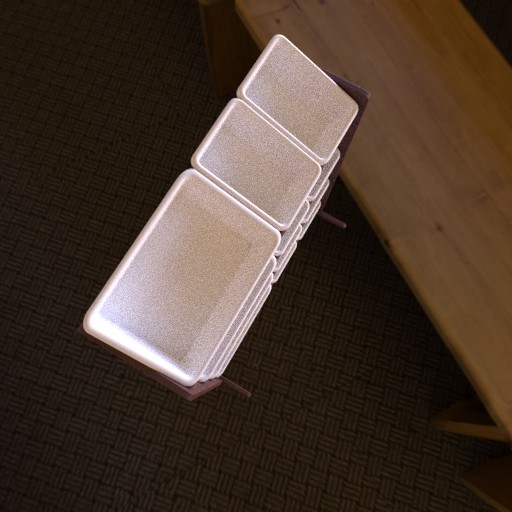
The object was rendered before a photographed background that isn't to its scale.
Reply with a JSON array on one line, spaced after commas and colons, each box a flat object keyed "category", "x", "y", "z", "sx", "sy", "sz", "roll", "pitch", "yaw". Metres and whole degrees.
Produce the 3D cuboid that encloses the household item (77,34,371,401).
[{"category": "household item", "x": 0.000, "y": 0.000, "z": 1.297, "sx": 0.389, "sy": 0.864, "sz": 0.787, "roll": 30, "pitch": 78, "yaw": 7}]
